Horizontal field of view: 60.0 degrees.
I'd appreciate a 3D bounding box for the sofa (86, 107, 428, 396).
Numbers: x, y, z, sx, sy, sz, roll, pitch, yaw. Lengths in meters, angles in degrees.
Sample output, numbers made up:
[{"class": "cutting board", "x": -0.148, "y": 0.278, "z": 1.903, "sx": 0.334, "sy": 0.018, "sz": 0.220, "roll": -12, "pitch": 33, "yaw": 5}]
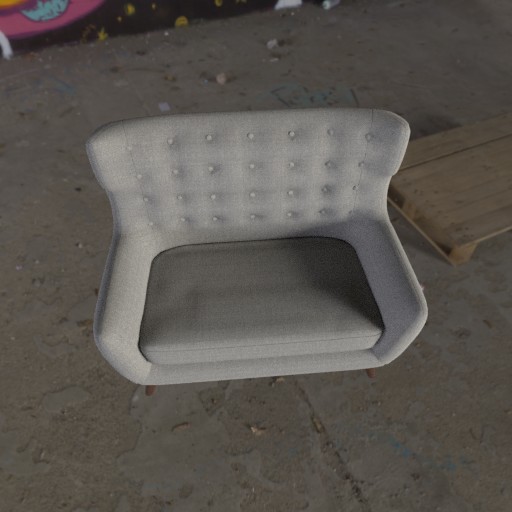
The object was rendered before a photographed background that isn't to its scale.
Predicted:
[{"class": "sofa", "x": 0.000, "y": 0.000, "z": 2.035, "sx": 1.386, "sy": 1.028, "sz": 0.884, "roll": -4, "pitch": 48, "yaw": -3}]
